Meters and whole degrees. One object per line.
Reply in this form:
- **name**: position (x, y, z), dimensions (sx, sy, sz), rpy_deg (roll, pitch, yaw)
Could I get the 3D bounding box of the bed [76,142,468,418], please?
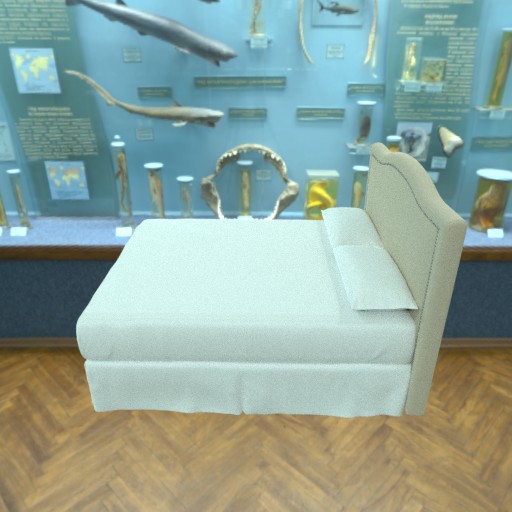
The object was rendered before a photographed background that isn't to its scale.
- **bed**: position (0.000, 0.000, 3.243), dimensions (2.143, 1.460, 1.753), rpy_deg (1, 27, 1)
